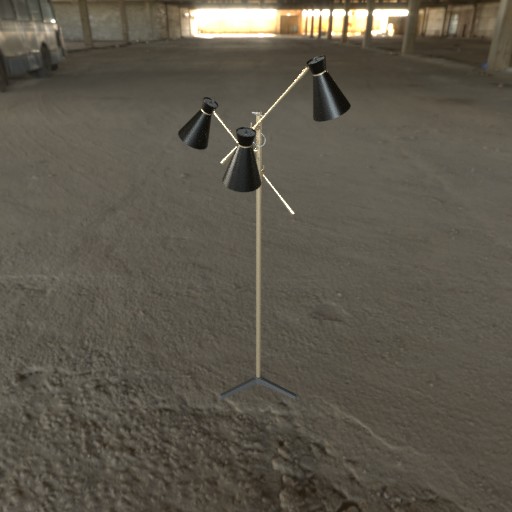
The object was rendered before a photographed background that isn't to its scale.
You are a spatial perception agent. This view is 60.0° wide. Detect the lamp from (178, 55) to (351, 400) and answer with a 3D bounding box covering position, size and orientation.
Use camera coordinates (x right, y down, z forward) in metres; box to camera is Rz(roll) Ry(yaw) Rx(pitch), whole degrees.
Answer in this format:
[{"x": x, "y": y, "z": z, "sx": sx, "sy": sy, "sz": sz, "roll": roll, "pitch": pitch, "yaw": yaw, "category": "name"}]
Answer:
[{"x": 0.000, "y": 0.000, "z": 2.168, "sx": 0.750, "sy": 1.804, "sz": 0.653, "roll": 0, "pitch": 28, "yaw": 0, "category": "lamp"}]
